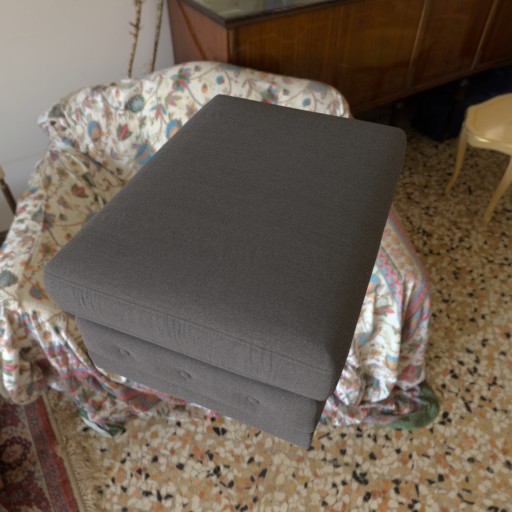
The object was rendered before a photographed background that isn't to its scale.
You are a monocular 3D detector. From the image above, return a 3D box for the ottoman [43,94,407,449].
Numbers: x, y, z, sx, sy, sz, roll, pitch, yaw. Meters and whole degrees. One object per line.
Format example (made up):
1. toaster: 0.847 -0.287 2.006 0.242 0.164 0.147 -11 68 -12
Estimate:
1. ottoman: 0.000 0.000 1.113 0.569 0.500 0.771 16 47 15
